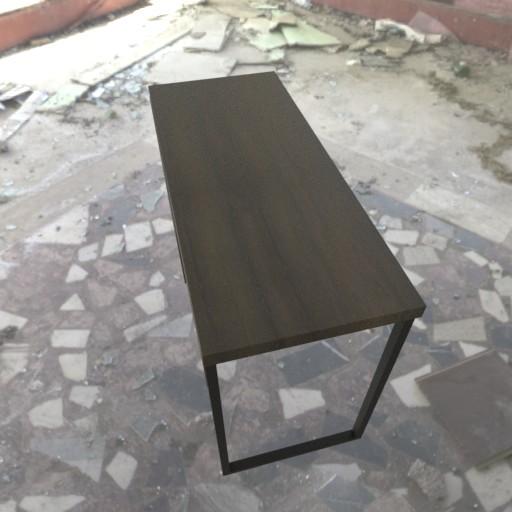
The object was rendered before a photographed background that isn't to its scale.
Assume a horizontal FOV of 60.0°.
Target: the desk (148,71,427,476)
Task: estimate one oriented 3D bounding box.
[{"bbox_3d":[0.000,0.000,1.534,0.511,0.752,1.134,-11,48,-10],"label":"desk"}]
